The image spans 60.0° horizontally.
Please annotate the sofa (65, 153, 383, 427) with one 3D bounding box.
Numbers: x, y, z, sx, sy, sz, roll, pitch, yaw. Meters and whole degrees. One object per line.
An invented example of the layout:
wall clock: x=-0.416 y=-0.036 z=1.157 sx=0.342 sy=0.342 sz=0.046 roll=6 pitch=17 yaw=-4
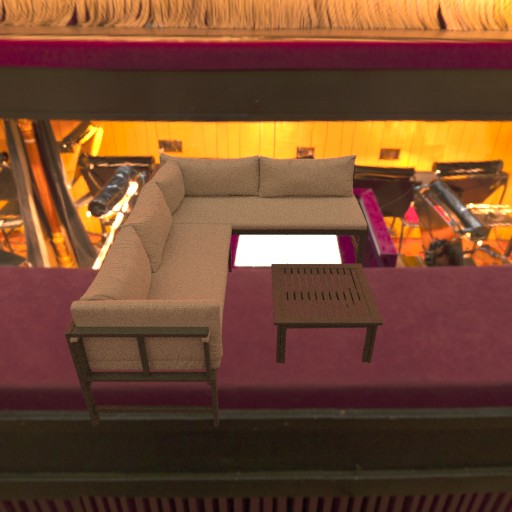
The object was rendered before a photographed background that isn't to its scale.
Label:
sofa: x=0.000 y=0.000 z=2.936 sx=1.658 sy=0.758 sz=2.096 roll=0 pitch=32 yaw=0
